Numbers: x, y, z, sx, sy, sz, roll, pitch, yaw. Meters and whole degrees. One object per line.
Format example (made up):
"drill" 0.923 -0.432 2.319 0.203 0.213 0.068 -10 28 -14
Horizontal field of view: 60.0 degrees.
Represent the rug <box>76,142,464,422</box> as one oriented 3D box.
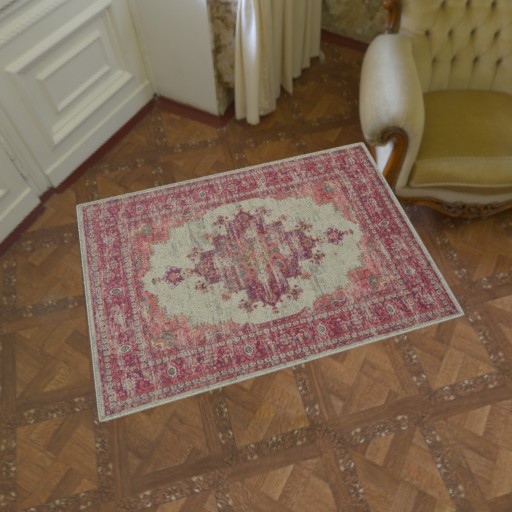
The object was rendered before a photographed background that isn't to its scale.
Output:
"rug" 0.000 0.000 3.813 2.878 0.014 2.005 -14 59 -9
